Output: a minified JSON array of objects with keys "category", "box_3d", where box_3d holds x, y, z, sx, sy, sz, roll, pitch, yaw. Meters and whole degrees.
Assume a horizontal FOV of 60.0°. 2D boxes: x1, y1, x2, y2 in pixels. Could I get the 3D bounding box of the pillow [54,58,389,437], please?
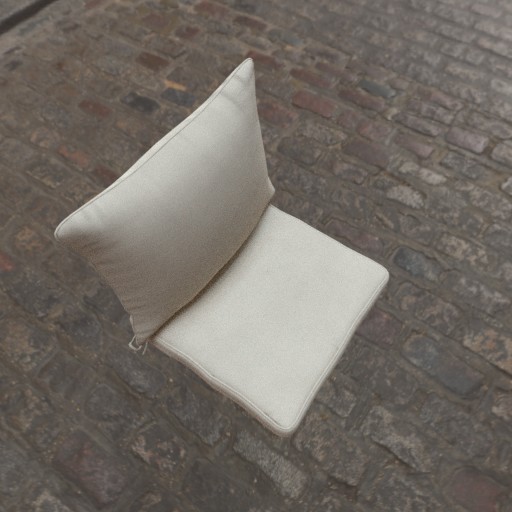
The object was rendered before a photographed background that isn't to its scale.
[{"category":"pillow","box_3d":[0.000,0.000,1.361,0.733,0.716,0.798,31,64,17]}]
